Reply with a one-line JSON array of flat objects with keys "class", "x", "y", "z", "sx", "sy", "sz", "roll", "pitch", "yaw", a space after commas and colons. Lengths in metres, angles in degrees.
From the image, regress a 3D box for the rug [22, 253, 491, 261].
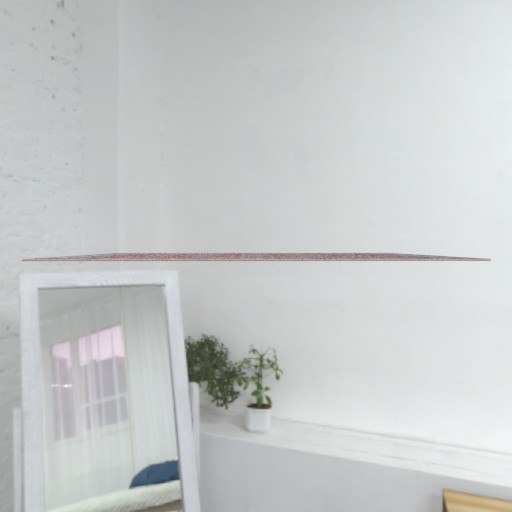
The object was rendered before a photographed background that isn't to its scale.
[{"class": "rug", "x": 0.000, "y": 0.000, "z": 2.324, "sx": 1.829, "sy": 0.009, "sz": 1.219, "roll": 0, "pitch": 1, "yaw": -1}]
